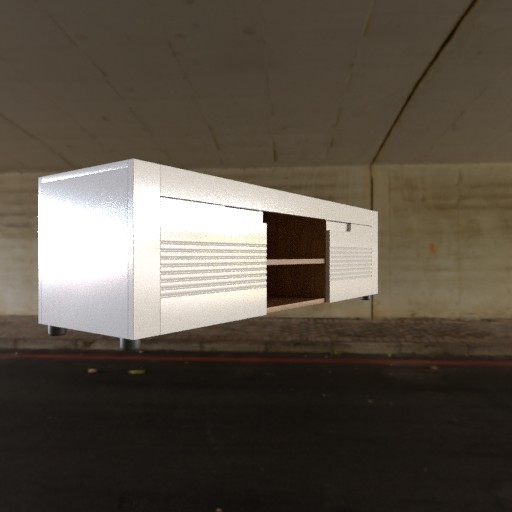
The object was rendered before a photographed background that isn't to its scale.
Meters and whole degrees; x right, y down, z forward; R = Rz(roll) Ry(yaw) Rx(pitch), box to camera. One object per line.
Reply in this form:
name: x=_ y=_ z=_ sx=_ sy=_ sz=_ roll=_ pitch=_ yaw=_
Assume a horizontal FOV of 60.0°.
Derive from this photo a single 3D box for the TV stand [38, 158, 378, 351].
TV stand: x=0.000 y=0.000 z=1.723 sx=0.410 sy=0.440 sz=1.500 roll=0 pitch=0 yaw=36
